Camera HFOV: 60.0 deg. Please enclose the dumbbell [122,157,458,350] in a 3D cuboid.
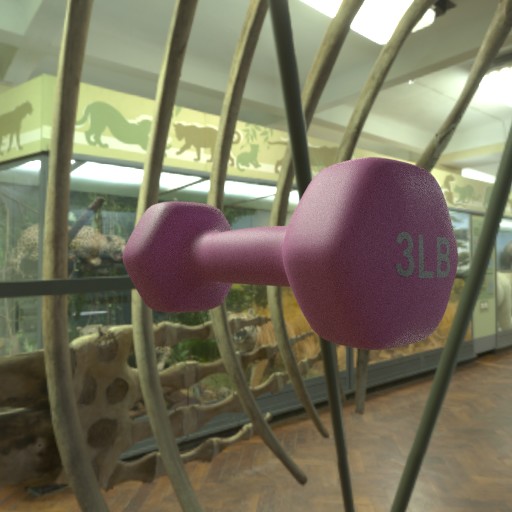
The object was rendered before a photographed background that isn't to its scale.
[{"bbox_3d":[0.000,0.000,0.189,0.064,0.058,0.159,1,-1,-38],"label":"dumbbell"}]
